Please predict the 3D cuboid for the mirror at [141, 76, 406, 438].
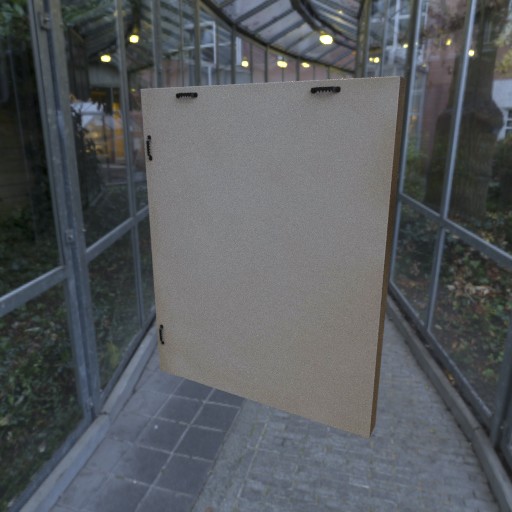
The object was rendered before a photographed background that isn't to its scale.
[{"bbox_3d":[0.000,0.000,0.700,0.405,0.508,0.041,9,19,28],"label":"mirror"}]
